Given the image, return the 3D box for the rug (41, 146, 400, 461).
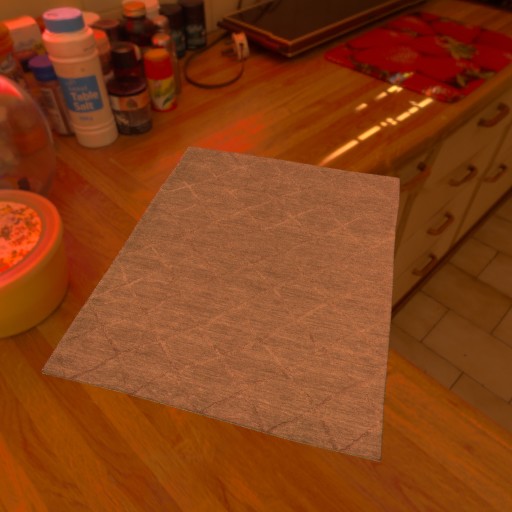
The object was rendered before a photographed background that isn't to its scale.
[{"bbox_3d":[0.000,0.000,3.990,2.438,0.013,3.048,11,48,10],"label":"rug"}]
